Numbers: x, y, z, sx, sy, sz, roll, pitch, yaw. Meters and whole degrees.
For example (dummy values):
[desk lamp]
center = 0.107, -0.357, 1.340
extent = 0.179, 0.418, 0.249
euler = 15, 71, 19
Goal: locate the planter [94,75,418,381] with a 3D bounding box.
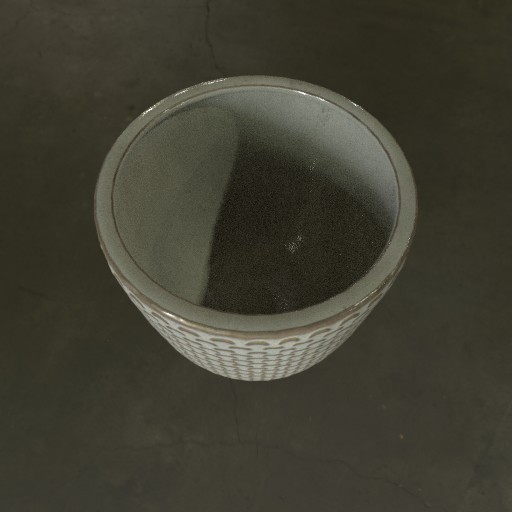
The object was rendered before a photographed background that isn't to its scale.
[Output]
[planter]
center = 0.000, 0.000, 0.245
extent = 0.139, 0.130, 0.139
euler = 0, 61, 0
